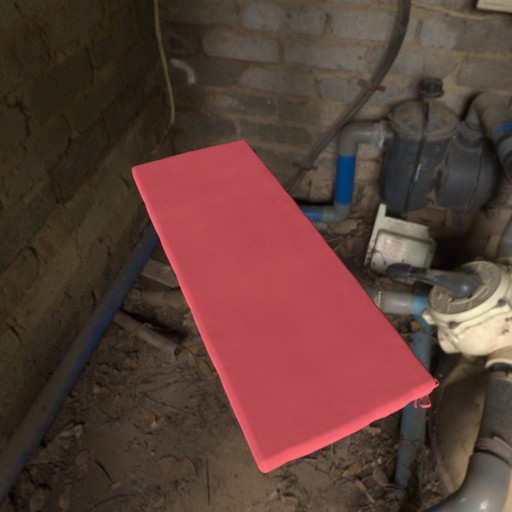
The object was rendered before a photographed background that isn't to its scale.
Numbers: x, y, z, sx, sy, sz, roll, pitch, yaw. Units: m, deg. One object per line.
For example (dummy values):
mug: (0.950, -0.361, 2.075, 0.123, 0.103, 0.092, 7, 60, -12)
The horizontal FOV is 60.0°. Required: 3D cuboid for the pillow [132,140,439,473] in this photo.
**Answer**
pillow: (0.000, 0.000, 1.346, 0.492, 0.081, 1.187, -18, 49, -16)
